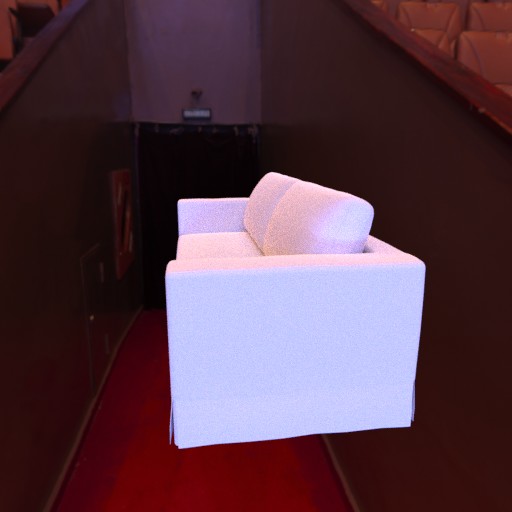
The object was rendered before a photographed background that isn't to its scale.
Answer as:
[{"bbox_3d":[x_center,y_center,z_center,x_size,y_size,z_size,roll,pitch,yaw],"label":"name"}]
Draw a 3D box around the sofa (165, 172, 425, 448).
[{"bbox_3d":[0.000,0.000,2.604,0.954,0.881,2.163,-2,14,-8],"label":"sofa"}]
